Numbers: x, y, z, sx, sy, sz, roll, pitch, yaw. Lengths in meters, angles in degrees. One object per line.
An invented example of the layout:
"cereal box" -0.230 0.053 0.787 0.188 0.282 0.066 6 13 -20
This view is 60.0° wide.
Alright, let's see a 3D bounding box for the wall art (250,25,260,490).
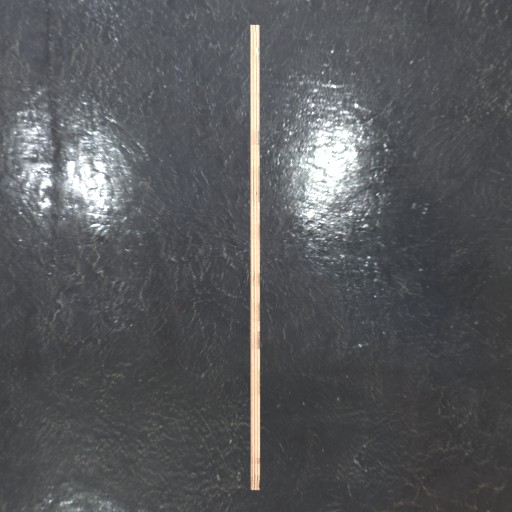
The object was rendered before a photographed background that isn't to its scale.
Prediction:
"wall art" 0.000 0.000 0.688 0.010 0.408 0.508 0 91 0
